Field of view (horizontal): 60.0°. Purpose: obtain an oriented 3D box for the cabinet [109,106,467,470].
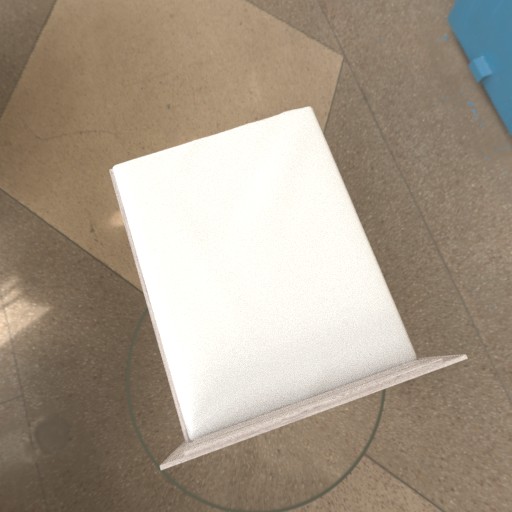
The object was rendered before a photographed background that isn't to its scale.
[{"bbox_3d":[0.000,0.000,3.064,1.750,0.970,2.080,-18,76,-5],"label":"cabinet"}]
